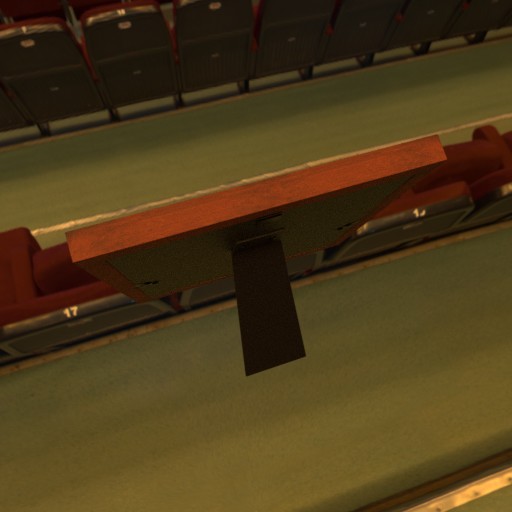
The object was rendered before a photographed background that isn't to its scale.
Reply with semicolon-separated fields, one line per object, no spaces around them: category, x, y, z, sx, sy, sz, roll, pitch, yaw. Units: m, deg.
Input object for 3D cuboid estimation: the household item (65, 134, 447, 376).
household item;0.000;0.000;0.382;0.240;0.240;0.131;-16;61;-9
